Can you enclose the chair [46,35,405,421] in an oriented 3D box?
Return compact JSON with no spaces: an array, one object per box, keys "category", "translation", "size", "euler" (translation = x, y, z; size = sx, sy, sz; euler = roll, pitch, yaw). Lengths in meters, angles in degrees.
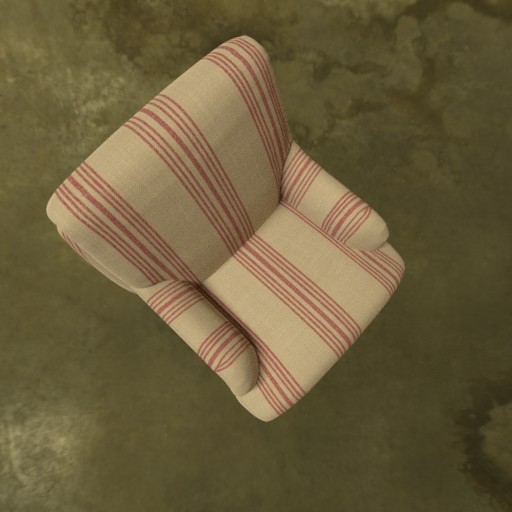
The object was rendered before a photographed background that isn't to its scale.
[{"category":"chair","translation":[0.000,0.000,1.808],"size":[1.058,1.123,0.933],"euler":[42,79,10]}]
